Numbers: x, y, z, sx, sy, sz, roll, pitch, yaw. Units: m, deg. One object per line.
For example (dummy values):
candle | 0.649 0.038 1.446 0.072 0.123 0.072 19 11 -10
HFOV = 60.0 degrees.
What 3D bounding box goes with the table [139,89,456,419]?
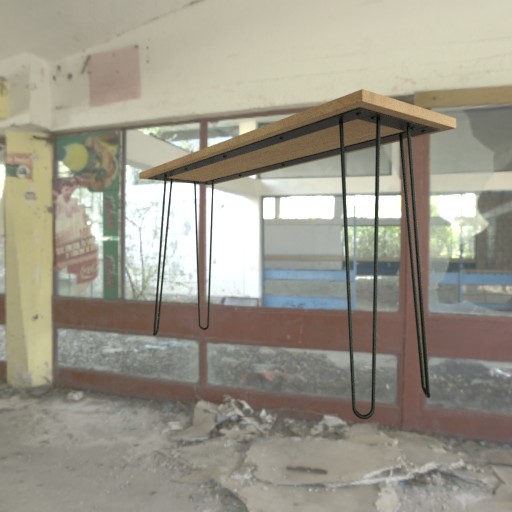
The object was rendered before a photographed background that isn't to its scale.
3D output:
table | 0.000 0.000 1.720 0.399 0.799 1.400 -1 1 -36
